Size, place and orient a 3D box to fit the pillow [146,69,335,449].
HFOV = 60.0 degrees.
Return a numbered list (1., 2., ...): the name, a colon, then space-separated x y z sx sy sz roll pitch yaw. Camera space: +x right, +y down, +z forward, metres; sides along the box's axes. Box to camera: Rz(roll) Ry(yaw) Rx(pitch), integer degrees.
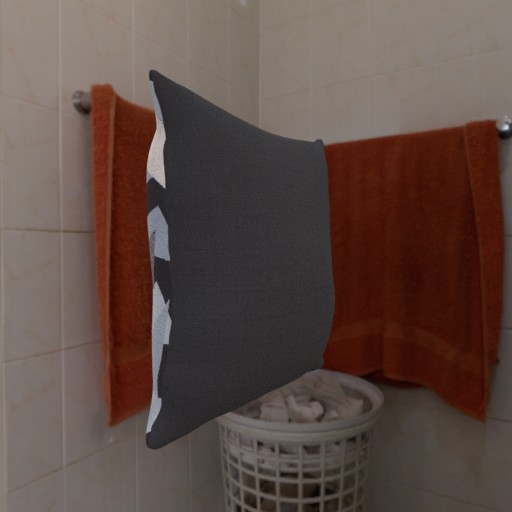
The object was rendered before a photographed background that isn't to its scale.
1. pillow: 0.000 0.000 0.773 0.208 0.496 0.503 1 1 34
